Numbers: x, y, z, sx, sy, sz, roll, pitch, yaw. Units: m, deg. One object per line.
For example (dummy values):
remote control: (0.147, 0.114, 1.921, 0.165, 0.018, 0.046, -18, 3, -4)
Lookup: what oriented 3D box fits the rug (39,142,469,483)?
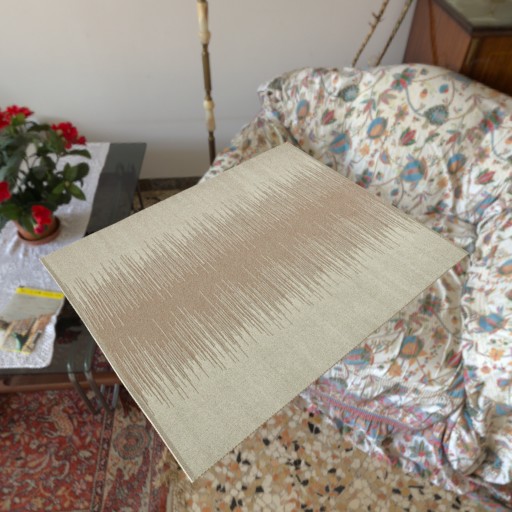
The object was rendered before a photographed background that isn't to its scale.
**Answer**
rug: (0.000, 0.000, 4.004, 3.048, 0.013, 2.438, -31, 54, -26)
